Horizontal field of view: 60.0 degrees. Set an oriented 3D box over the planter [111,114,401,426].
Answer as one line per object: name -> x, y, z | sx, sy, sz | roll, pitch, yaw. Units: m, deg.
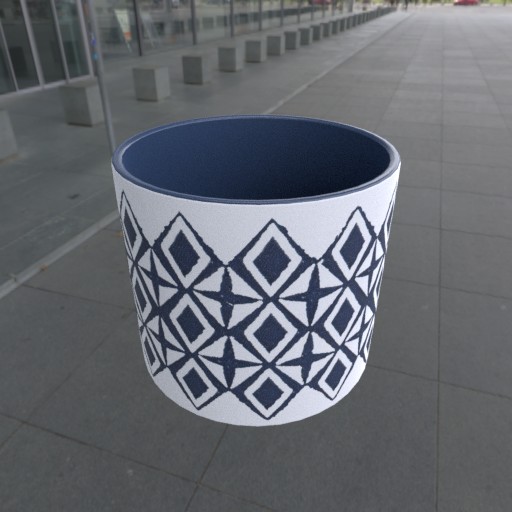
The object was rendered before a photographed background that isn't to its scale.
planter -> 0.000, 0.000, 0.405 | 0.224, 0.203, 0.224 | 0, 31, 0
